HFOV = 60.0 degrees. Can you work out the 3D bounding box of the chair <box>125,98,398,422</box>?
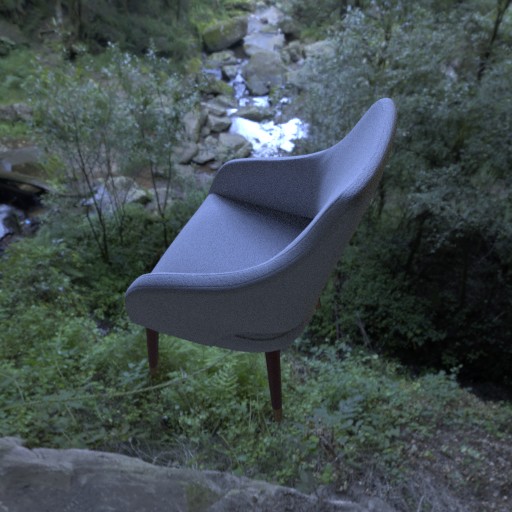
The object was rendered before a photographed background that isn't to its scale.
[{"bbox_3d":[0.000,0.000,1.290,0.600,0.889,0.609,15,47,14],"label":"chair"}]
